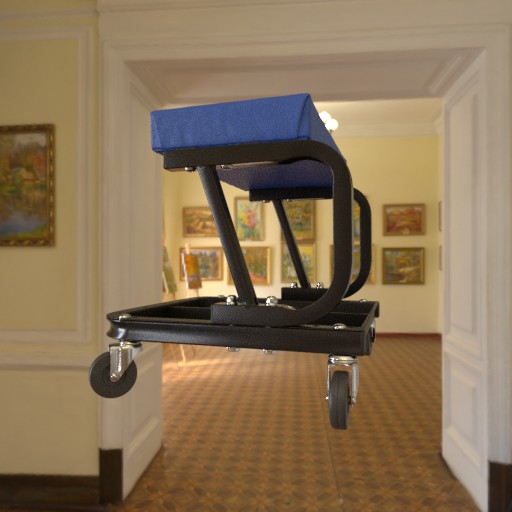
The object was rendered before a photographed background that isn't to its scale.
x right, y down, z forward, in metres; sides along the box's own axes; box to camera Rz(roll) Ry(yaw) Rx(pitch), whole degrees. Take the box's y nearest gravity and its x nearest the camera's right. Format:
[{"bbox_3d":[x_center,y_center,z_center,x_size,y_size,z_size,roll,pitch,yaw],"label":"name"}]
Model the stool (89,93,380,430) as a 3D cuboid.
[{"bbox_3d":[0.000,0.000,0.721,0.371,0.380,0.446,0,0,18],"label":"stool"}]
